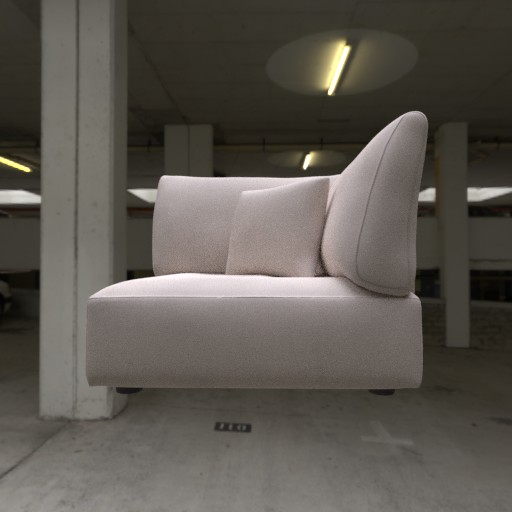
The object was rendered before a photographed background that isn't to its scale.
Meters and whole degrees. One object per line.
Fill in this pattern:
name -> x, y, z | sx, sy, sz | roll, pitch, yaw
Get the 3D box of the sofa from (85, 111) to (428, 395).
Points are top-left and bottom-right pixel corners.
sofa -> 0.000, 0.000, 1.734 | 1.000, 0.820, 1.000 | 0, -1, 1
